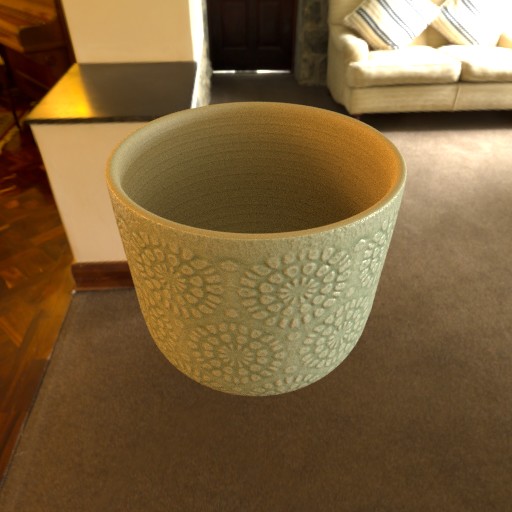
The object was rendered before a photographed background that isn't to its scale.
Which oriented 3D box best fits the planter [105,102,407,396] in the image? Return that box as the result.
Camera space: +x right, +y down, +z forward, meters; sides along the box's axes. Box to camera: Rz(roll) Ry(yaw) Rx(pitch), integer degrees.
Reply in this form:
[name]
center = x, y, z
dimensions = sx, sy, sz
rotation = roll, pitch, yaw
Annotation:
[planter]
center = 0.000, 0.000, 0.303
dimensions = 0.169, 0.153, 0.169
rotation = 0, 39, 0
